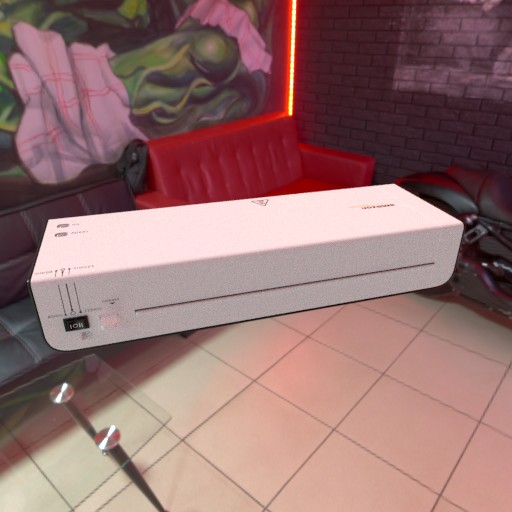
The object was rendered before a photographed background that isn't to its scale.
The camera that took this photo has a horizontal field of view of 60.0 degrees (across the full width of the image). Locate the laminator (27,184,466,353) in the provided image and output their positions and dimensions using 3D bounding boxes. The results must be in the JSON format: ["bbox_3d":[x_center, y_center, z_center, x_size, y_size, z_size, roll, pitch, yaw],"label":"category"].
[{"bbox_3d":[0.000,0.000,0.386,0.340,0.062,0.123,-8,29,-15],"label":"laminator"}]
